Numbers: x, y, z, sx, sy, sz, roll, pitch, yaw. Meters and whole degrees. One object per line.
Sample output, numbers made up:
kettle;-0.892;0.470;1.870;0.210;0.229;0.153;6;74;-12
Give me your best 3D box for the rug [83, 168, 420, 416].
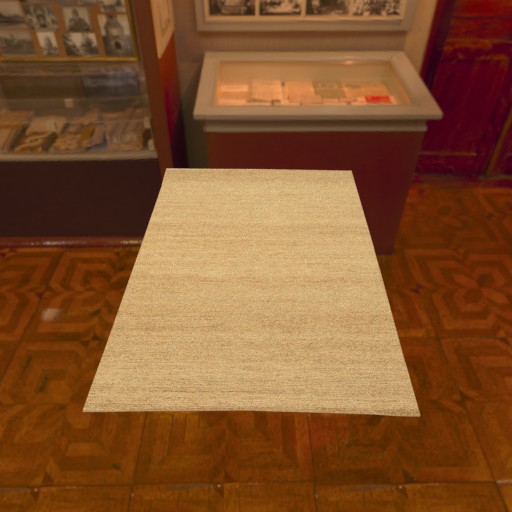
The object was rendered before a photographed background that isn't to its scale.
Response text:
rug;0.000;0.000;2.944;1.596;0.030;2.283;1;41;1
